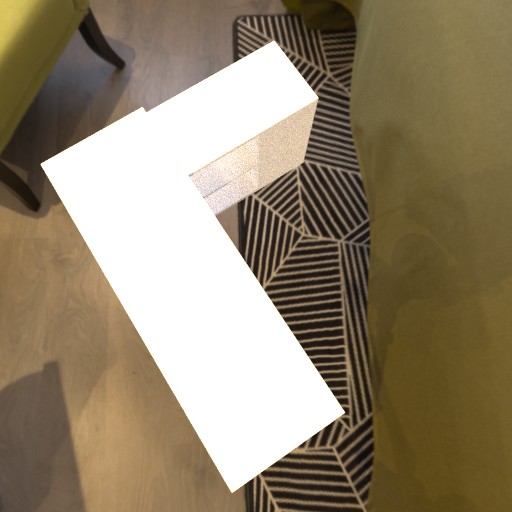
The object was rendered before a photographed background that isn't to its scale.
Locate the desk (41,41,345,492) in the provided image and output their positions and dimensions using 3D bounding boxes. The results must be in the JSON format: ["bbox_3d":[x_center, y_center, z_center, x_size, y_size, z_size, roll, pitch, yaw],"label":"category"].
[{"bbox_3d":[0.000,0.000,2.186,1.199,0.759,1.524,-32,78,-7],"label":"desk"}]
